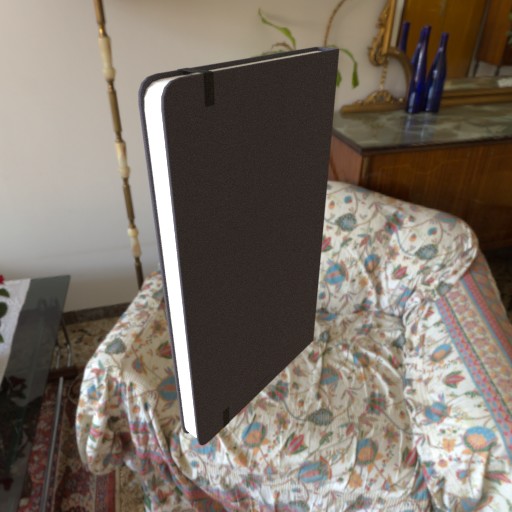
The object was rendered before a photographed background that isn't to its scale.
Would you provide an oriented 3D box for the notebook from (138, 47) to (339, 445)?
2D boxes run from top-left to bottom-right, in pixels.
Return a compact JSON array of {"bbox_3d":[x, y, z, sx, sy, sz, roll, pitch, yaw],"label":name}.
[{"bbox_3d":[0.000,0.000,0.260,0.016,0.213,0.127,23,38,33],"label":"notebook"}]
